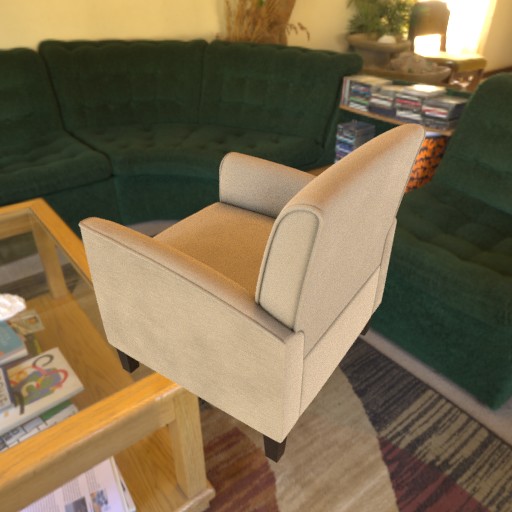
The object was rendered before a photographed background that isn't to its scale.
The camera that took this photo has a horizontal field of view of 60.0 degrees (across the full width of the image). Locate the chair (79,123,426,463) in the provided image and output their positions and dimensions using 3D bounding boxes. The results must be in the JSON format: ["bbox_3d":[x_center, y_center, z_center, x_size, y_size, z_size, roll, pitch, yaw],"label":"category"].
[{"bbox_3d":[0.000,0.000,1.570,0.821,0.915,0.820,20,37,28],"label":"chair"}]
